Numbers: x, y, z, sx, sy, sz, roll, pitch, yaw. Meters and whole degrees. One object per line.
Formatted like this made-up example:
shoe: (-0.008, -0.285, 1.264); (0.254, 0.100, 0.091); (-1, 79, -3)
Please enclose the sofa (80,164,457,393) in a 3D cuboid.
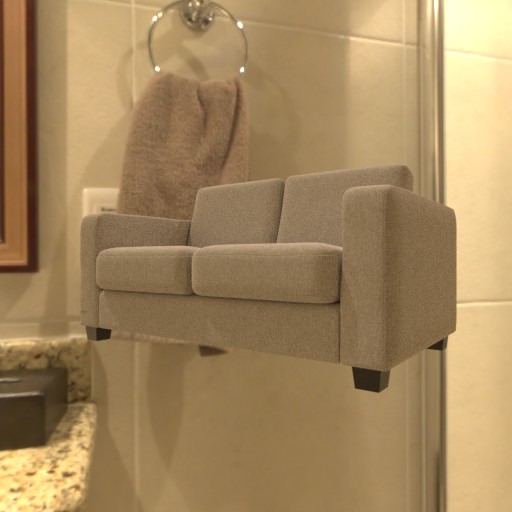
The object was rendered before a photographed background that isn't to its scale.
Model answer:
sofa: (0.000, 0.000, 2.015); (1.540, 0.800, 0.900); (0, 0, 36)
